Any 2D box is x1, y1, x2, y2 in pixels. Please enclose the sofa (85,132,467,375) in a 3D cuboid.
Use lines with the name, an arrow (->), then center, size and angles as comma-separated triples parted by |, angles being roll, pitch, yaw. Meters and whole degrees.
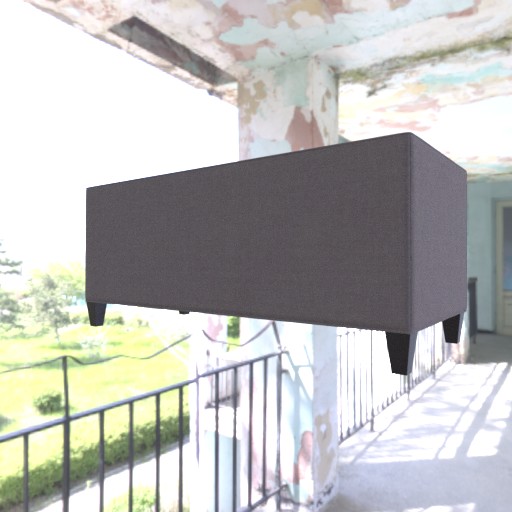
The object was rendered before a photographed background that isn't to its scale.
sofa -> 0.000, 0.000, 2.195 | 1.778, 0.762, 0.775 | 0, -1, 37
